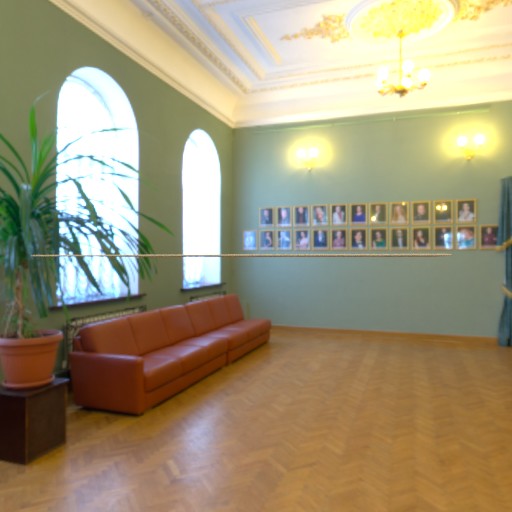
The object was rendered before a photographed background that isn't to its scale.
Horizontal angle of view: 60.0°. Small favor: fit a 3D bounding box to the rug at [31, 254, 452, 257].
[{"bbox_3d":[0.000,0.000,2.966,2.284,0.008,1.522,0,0,18],"label":"rug"}]
